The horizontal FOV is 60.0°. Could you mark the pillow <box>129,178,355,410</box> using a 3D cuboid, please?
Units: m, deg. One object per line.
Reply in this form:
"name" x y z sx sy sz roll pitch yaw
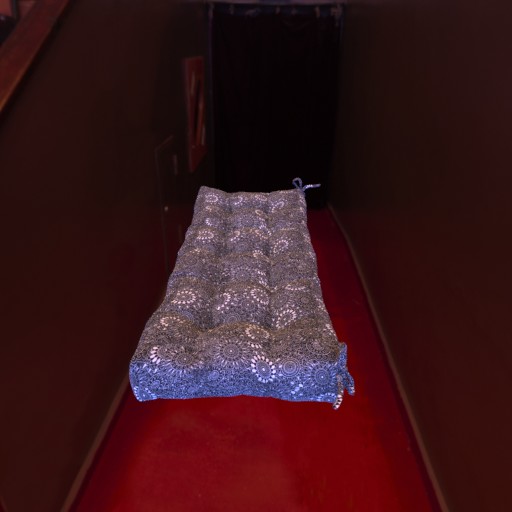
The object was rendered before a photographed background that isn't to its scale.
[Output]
"pillow" 0.000 0.000 1.374 0.511 0.174 1.194 0 27 1
